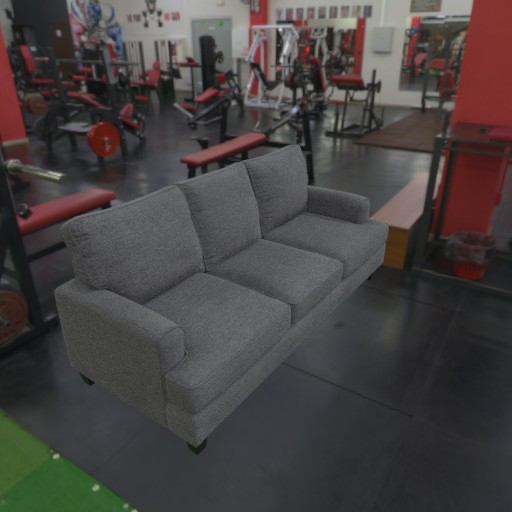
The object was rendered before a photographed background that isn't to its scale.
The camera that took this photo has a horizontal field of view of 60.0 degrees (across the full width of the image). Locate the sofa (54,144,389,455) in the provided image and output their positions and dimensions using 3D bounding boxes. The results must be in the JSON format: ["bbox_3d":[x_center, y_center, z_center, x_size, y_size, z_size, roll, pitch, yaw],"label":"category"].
[{"bbox_3d":[0.000,0.000,2.741,0.951,0.965,2.158,18,31,32],"label":"sofa"}]
